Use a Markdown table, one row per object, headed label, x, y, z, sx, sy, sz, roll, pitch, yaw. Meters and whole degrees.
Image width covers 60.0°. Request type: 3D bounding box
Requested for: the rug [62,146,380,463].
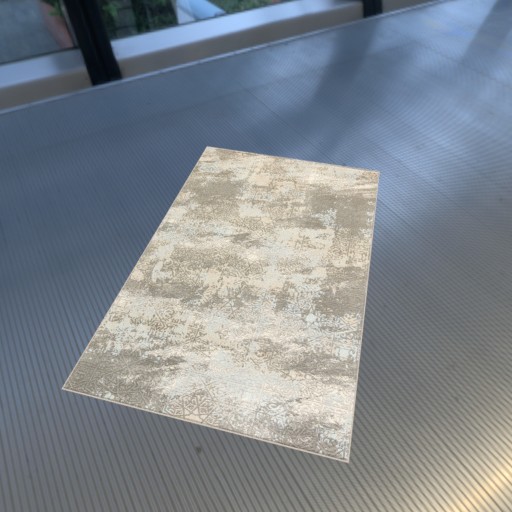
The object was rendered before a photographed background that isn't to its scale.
| label | x | y | z | sx | sy | sz | roll | pitch | yaw |
| --- | --- | --- | --- | --- | --- | --- | --- | --- | --- |
| rug | 0.000 | 0.000 | 3.062 | 1.536 | 0.012 | 2.431 | 10 | 47 | 10 |
